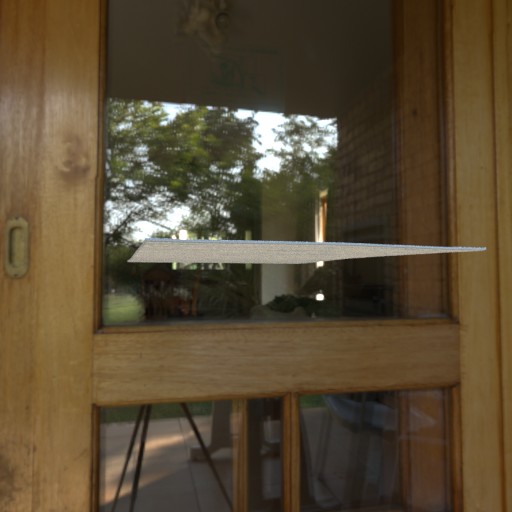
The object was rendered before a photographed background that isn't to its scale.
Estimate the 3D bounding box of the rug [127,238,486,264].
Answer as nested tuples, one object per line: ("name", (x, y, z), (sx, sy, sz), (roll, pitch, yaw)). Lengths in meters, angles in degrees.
("rug", (0.000, 0.000, 3.007), (1.616, 0.030, 2.338), (1, -3, -18))
